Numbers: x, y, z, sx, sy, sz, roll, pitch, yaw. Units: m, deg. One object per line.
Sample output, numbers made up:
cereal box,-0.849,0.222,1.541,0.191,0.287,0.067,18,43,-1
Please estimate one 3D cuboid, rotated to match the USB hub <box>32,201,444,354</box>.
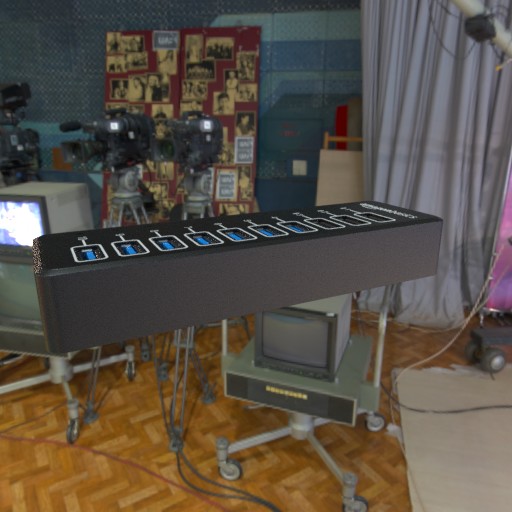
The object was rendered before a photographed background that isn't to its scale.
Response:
USB hub,0.000,0.000,0.163,0.145,0.023,0.044,-9,20,-25
